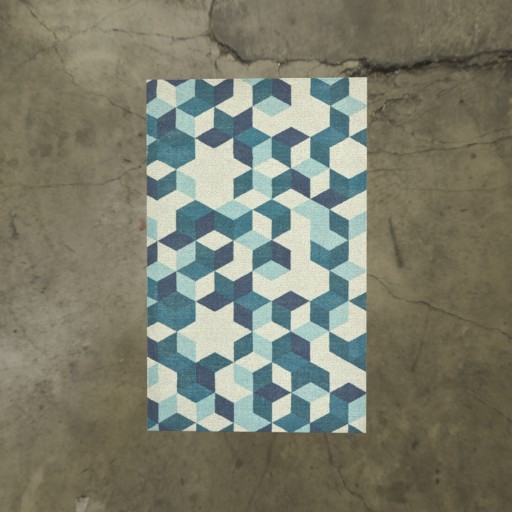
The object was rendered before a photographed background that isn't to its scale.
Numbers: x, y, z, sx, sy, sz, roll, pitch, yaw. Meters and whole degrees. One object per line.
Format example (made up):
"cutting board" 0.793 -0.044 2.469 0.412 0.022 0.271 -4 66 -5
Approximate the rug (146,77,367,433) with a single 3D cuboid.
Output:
"rug" 0.000 0.000 3.062 1.518 0.015 2.438 0 91 2
